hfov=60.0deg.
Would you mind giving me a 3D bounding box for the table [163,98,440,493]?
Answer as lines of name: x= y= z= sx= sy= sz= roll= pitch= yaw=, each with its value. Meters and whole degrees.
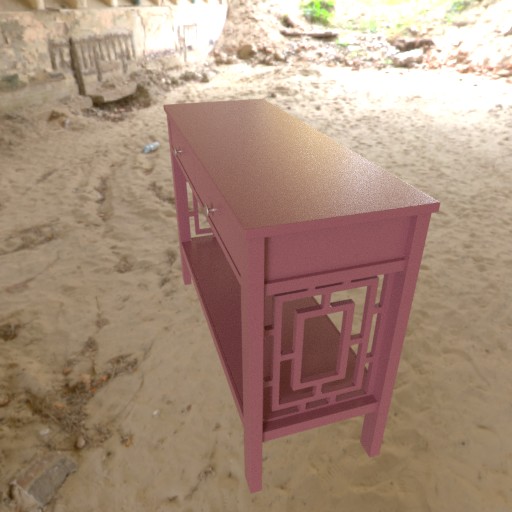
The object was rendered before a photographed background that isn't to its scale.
table: x=0.000 y=0.000 z=1.415 sx=0.397 sy=0.753 sz=1.068 roll=-9 pitch=31 yaw=-15
